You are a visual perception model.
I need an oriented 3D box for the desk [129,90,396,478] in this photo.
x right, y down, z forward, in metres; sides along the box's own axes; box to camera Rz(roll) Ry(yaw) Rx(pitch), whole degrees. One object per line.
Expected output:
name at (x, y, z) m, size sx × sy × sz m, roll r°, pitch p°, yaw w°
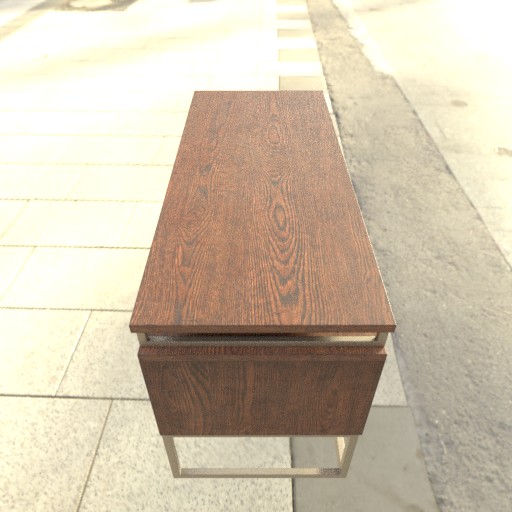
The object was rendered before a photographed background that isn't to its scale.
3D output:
desk at (0.000, 0.000, 1.746) m, size 0.610 × 0.792 × 1.384 m, roll 0°, pitch 41°, yaw 0°
